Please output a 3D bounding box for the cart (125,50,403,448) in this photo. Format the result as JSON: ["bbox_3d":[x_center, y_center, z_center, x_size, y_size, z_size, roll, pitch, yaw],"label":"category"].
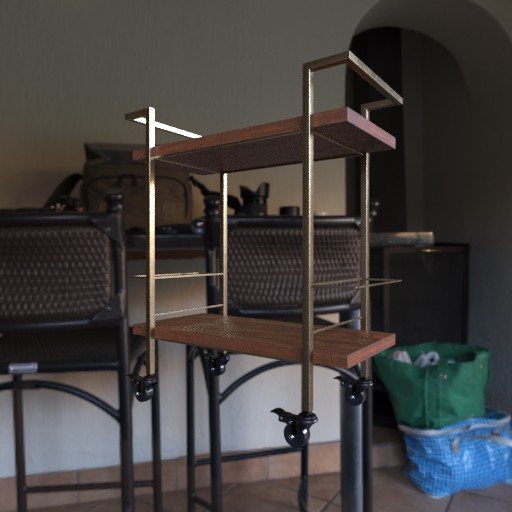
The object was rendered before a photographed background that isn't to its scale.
[{"bbox_3d":[0.000,0.000,1.198,0.695,0.807,0.364,0,1,36],"label":"cart"}]
